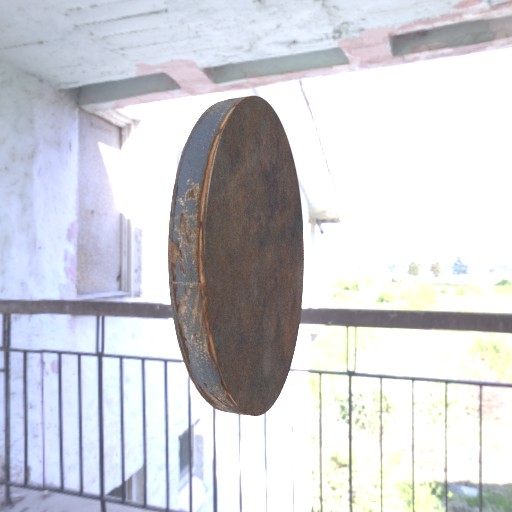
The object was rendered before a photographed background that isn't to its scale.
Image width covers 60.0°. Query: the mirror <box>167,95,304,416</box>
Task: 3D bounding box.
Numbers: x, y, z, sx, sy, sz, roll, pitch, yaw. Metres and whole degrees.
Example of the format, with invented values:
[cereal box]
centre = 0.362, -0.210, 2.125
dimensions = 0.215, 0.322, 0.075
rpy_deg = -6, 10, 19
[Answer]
[mirror]
centre = 0.000, 0.000, 0.864
dimensions = 0.061, 0.585, 0.585
rpy_deg = 0, -1, 19
